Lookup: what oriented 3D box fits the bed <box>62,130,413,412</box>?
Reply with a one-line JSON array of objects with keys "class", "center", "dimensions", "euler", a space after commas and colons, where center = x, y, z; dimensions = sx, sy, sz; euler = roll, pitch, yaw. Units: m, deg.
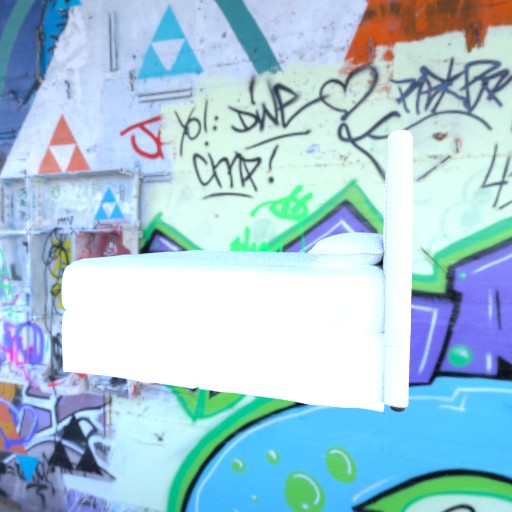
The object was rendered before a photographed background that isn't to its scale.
[{"class": "bed", "center": [0.000, 0.000, 3.231], "dimensions": [2.143, 1.460, 1.753], "euler": [1, 3, 19]}]
